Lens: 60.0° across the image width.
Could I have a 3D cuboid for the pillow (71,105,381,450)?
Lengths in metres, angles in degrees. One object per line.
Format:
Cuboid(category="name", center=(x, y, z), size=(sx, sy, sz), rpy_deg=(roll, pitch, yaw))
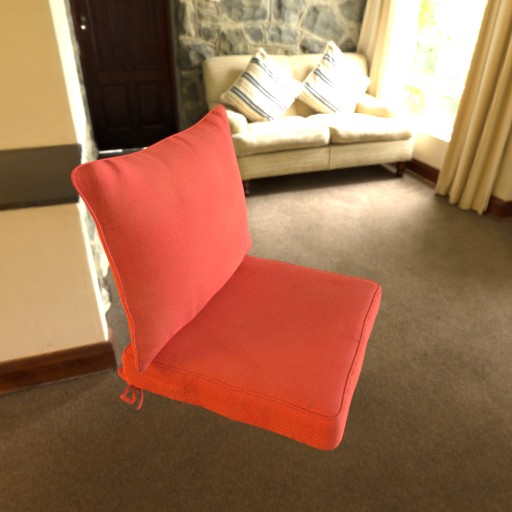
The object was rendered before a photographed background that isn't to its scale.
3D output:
Cuboid(category="pillow", center=(0.000, 0.000, 1.359), size=(0.733, 0.725, 0.798), rpy_deg=(12, 32, 19))
